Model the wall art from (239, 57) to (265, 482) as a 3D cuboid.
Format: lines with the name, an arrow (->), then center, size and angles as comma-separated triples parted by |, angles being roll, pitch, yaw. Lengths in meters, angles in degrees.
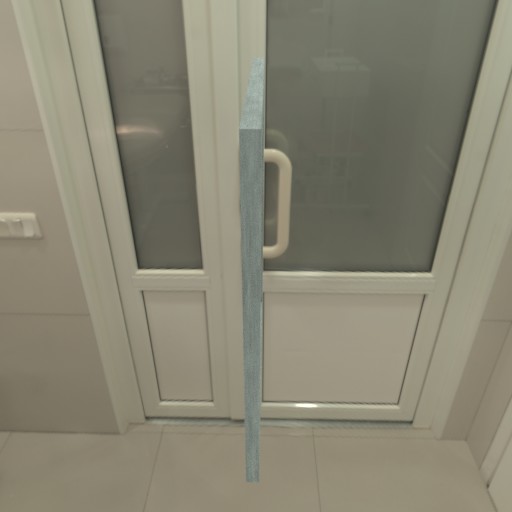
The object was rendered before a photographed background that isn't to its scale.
wall art -> 0.000, 0.000, 0.782 | 0.022, 0.582, 0.479 | 1, 32, 1
